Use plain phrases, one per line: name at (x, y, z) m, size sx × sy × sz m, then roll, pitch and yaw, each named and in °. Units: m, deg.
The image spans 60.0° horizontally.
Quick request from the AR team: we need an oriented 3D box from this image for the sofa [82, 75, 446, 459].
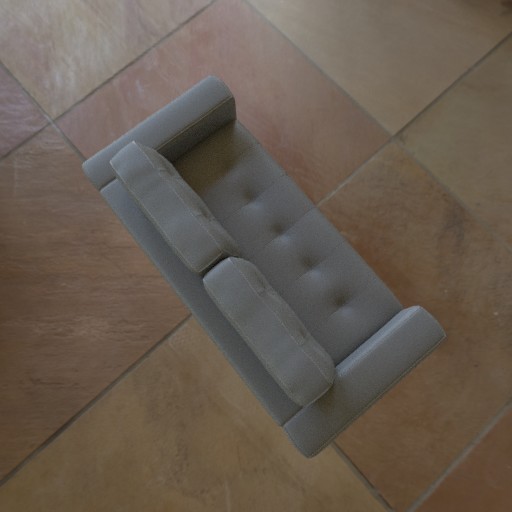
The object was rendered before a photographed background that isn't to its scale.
sofa at (0.000, 0.000, 2.211) m, size 0.833 × 0.893 × 1.726 m, roll -38°, pitch 79°, yaw -8°
